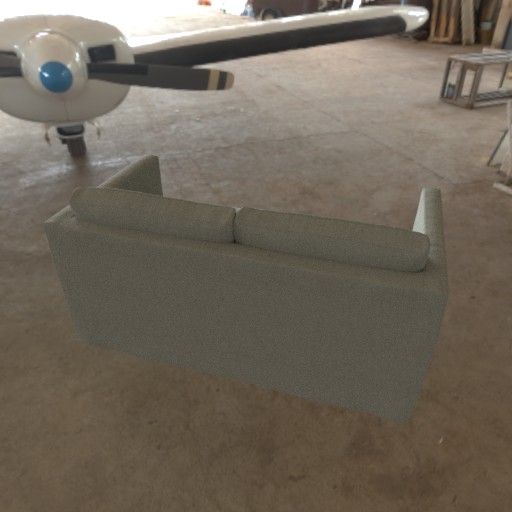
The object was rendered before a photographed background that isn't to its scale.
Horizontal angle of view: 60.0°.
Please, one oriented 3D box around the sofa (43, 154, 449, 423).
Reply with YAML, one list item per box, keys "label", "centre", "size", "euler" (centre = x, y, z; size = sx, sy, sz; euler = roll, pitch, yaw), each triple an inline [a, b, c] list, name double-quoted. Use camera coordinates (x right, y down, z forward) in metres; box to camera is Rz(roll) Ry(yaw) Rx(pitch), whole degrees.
- label: "sofa"
  centre: [0.000, 0.000, 2.260]
  size: [1.727, 0.830, 0.944]
  euler: [10, 34, 15]
